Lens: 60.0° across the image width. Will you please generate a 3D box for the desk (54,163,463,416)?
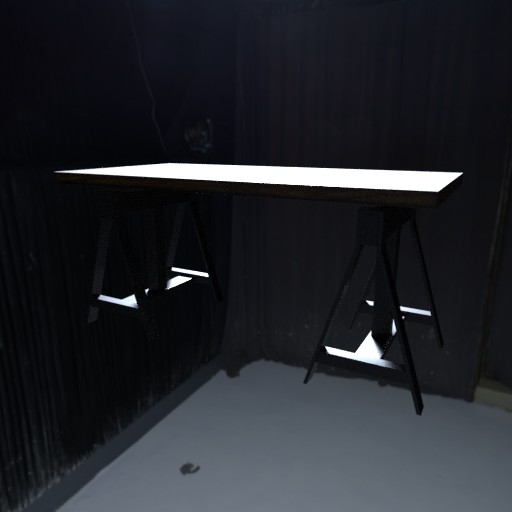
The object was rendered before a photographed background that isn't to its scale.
[{"bbox_3d":[0.000,0.000,1.947,1.543,0.725,0.784,8,17,28],"label":"desk"}]
